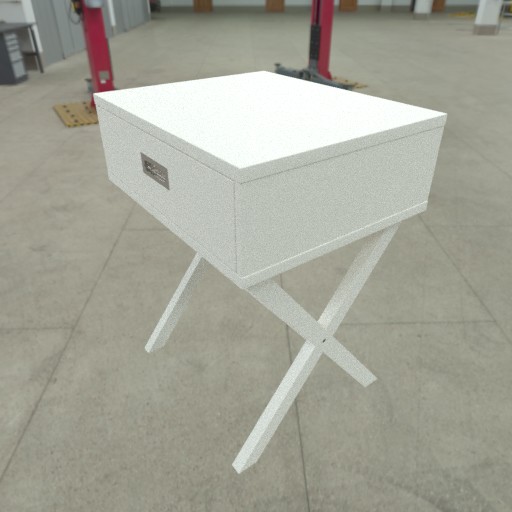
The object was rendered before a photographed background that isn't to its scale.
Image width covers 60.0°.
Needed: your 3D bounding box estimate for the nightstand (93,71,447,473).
[{"bbox_3d":[0.000,0.000,0.928,0.402,0.623,0.479,-22,38,-30],"label":"nightstand"}]
